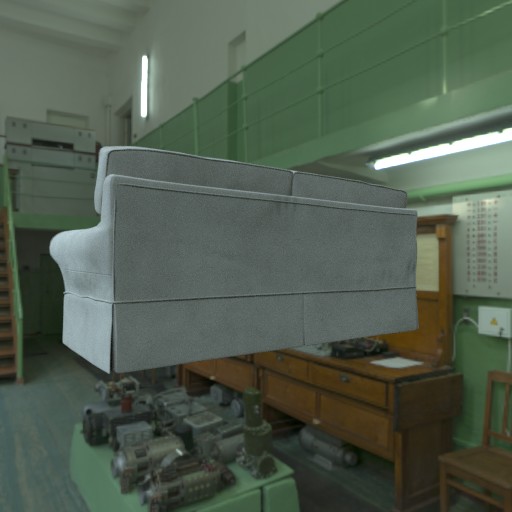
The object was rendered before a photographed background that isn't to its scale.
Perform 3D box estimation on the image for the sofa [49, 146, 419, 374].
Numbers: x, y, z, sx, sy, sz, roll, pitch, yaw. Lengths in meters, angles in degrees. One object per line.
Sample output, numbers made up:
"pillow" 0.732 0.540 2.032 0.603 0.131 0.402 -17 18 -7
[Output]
"sofa" 0.000 0.000 2.784 2.246 1.014 0.900 1 -1 -36
